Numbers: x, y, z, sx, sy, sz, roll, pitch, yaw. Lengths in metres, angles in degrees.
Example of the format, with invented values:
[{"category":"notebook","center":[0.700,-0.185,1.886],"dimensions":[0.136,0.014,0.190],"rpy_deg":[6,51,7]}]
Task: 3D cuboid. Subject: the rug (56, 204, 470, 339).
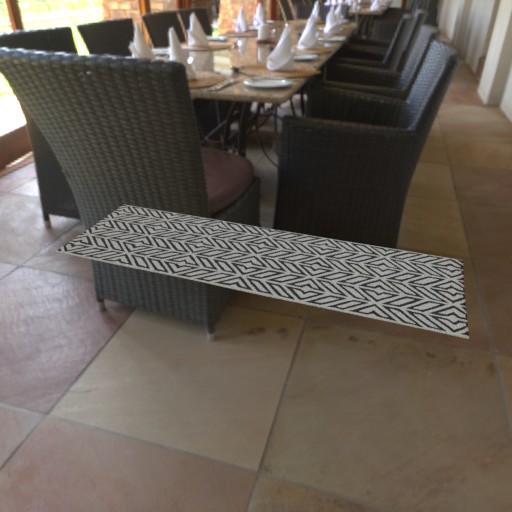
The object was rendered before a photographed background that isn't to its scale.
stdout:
[{"category":"rug","center":[0.000,0.000,2.770],"dimensions":[2.435,0.009,0.750],"rpy_deg":[10,33,17]}]
